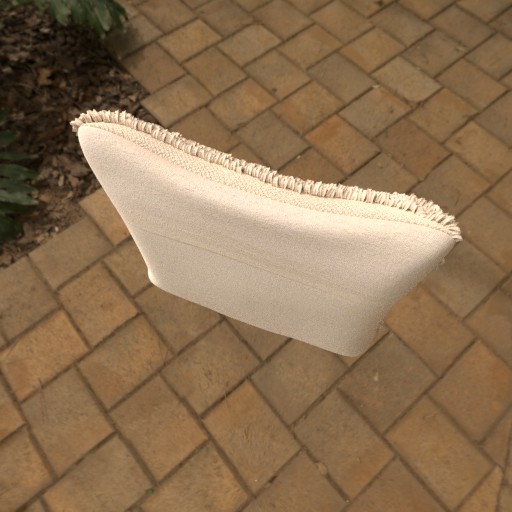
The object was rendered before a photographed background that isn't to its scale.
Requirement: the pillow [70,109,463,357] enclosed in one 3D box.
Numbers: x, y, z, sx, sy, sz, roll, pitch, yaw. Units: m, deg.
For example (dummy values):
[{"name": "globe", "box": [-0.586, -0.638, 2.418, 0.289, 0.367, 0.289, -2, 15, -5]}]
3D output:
[{"name": "pillow", "box": [0.000, 0.000, 0.643, 0.437, 0.427, 0.145, 19, 65, 9]}]
